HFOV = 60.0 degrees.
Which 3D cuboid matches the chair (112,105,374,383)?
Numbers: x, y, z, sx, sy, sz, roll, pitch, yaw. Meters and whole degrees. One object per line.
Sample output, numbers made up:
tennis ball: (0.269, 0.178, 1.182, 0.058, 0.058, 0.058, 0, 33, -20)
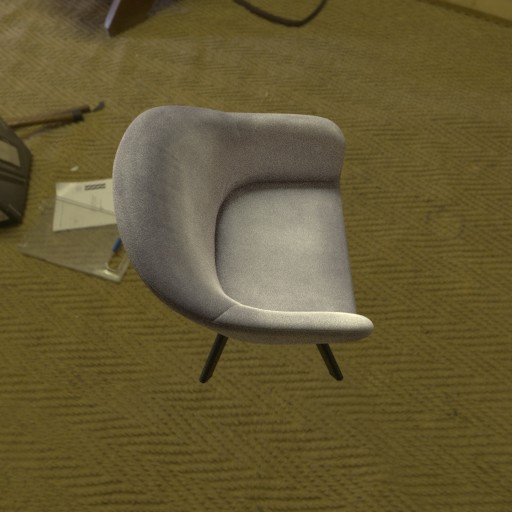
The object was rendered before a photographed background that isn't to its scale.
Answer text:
chair: (0.000, 0.000, 1.158, 0.540, 0.780, 0.570, -1, 61, -1)
